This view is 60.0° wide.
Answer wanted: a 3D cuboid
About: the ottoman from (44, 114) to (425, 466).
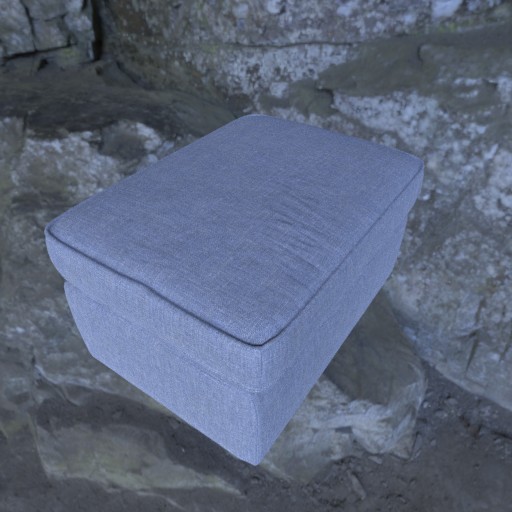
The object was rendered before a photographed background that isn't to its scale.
[{"bbox_3d":[0.000,0.000,1.101,0.559,0.457,0.762,24,45,26],"label":"ottoman"}]
